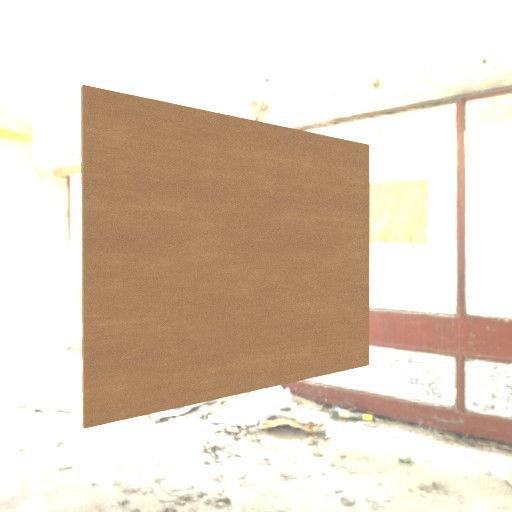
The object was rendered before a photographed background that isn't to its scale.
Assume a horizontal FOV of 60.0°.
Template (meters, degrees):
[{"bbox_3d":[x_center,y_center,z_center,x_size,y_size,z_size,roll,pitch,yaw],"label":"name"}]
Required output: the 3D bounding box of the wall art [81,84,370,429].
[{"bbox_3d":[0.000,0.000,0.675,0.508,0.408,0.010,0,1,-35],"label":"wall art"}]
